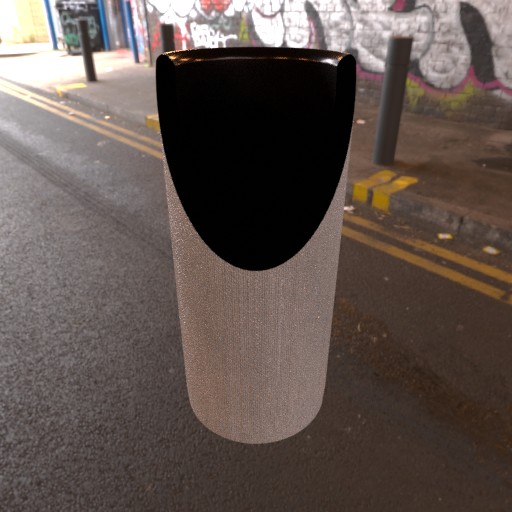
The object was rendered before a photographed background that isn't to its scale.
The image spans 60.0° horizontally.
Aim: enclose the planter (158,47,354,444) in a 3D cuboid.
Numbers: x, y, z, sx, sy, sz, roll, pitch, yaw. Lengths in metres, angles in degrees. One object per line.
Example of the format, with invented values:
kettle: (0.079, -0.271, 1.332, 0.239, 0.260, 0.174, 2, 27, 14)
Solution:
planter: (0.000, 0.000, 0.124, 0.045, 0.103, 0.045, -1, 30, -2)
